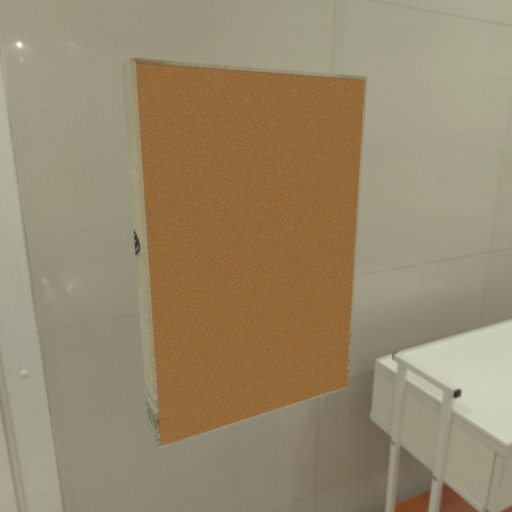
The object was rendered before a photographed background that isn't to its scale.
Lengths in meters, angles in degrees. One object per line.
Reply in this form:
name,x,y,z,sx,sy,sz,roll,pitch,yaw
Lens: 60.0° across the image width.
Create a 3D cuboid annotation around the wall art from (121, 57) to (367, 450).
wall art,0.000,0.000,0.489,0.254,0.381,0.038,-8,17,-27
